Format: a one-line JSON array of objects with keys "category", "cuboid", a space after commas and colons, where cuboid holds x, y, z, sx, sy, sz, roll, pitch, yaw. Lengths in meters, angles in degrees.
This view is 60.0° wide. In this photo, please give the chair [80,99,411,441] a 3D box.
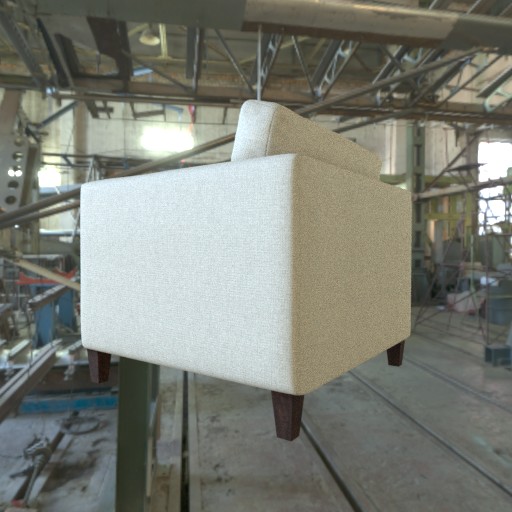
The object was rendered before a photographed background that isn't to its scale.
[{"category": "chair", "cuboid": [0.000, 0.000, 1.746, 0.959, 0.919, 0.996, 1, 2, 36]}]
